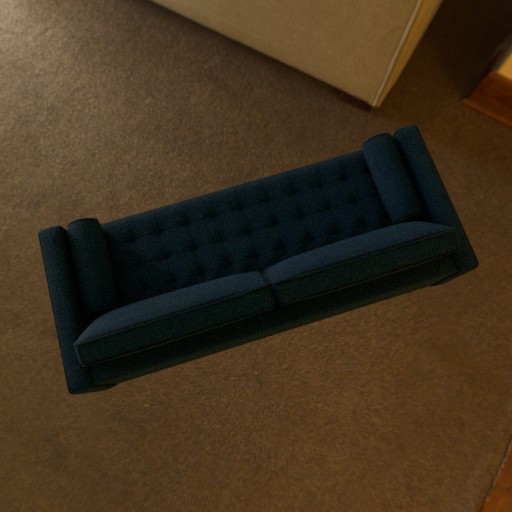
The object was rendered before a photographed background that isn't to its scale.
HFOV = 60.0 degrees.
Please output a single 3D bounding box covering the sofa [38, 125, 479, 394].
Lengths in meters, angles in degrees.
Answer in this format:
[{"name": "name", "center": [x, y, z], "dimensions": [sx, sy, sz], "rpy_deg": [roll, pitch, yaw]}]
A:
[{"name": "sofa", "center": [0.000, 0.000, 2.541], "dimensions": [2.210, 0.762, 0.914], "rpy_deg": [-17, 76, -4]}]
